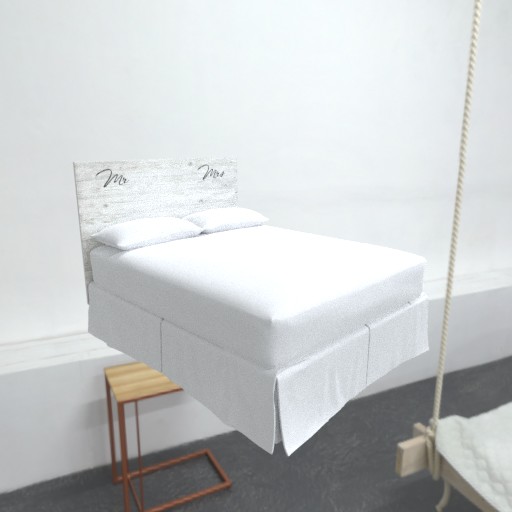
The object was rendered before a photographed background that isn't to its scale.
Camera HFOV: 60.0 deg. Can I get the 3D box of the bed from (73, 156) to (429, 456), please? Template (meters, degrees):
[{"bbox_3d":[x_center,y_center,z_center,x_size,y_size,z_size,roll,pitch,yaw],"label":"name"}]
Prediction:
[{"bbox_3d":[0.000,0.000,3.252,1.745,1.335,2.094,-14,20,-43],"label":"bed"}]
